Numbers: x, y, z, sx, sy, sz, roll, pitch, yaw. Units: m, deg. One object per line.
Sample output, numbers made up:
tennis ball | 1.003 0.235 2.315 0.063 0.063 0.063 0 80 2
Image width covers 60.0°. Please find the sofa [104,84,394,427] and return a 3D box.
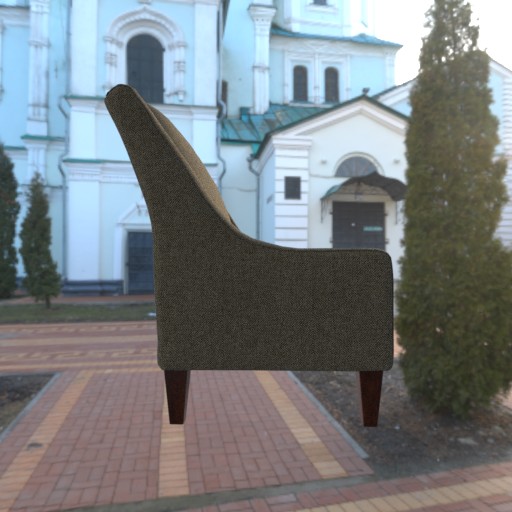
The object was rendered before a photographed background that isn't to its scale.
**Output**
sofa | 0.000 0.000 1.898 0.870 1.021 1.242 0 -1 2
